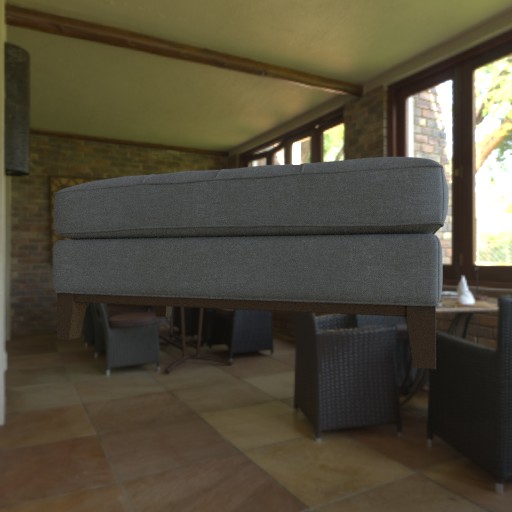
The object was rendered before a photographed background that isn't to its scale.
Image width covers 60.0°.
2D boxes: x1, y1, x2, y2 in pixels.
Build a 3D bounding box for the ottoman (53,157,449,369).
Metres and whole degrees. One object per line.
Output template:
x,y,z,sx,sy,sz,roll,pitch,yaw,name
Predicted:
0.000,0.000,1.467,1.143,0.514,0.648,0,0,20,ottoman
